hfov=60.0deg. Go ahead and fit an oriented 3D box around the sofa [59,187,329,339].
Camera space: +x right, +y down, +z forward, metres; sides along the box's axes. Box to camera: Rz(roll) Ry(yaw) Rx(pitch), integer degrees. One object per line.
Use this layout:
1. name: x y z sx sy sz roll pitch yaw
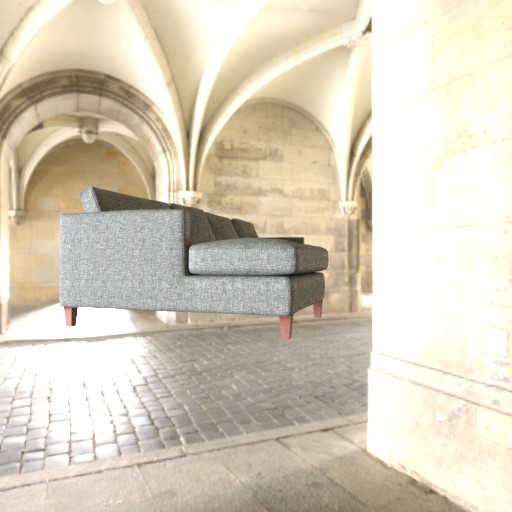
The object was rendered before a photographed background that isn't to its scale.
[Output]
1. sofa: 0.000 0.000 4.285 1.635 0.960 3.485 0 -1 18
